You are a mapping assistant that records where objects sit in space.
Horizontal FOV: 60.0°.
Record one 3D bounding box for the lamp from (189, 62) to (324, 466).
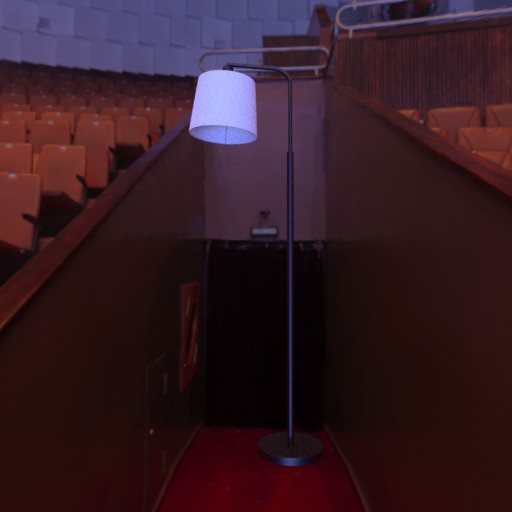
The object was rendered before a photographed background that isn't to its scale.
[{"bbox_3d":[0.000,0.000,1.686,0.508,1.478,0.254,0,-1,0],"label":"lamp"}]
